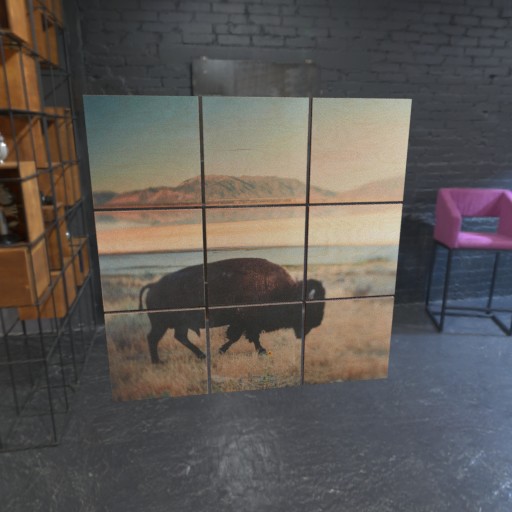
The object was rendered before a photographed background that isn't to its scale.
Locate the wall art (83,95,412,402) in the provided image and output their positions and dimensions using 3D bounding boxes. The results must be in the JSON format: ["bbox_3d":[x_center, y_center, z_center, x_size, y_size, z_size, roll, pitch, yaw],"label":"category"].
[{"bbox_3d":[0.000,0.000,1.338,0.906,0.904,0.018,-2,16,-9],"label":"wall art"}]
